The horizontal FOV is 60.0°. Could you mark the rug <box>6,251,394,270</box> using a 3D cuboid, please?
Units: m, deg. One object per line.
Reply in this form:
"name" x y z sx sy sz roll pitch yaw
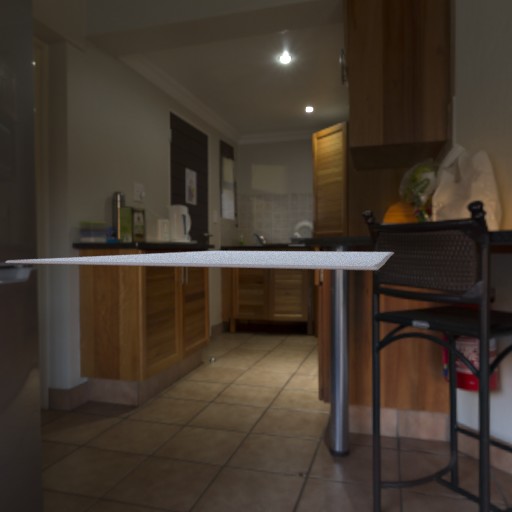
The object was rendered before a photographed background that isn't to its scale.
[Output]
"rug" 0.000 0.000 2.613 1.517 0.013 2.115 1 2 19
